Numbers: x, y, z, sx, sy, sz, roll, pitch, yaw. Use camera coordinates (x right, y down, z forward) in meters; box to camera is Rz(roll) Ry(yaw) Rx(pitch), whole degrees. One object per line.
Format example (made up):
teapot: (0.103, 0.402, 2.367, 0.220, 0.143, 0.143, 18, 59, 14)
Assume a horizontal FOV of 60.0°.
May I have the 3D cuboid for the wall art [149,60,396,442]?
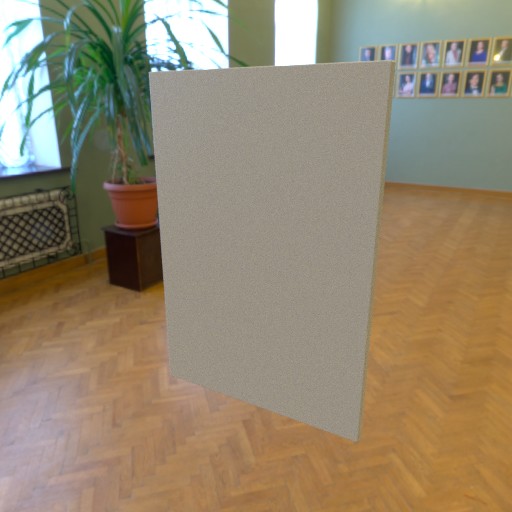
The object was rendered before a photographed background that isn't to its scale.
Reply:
wall art: (0.000, 0.000, 1.034, 0.556, 0.813, 0.026, 10, 21, 28)
